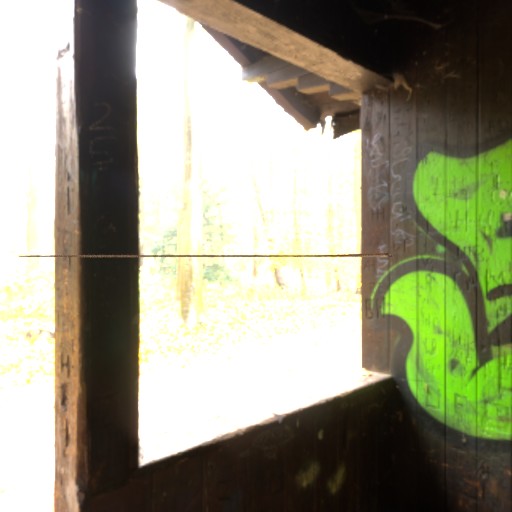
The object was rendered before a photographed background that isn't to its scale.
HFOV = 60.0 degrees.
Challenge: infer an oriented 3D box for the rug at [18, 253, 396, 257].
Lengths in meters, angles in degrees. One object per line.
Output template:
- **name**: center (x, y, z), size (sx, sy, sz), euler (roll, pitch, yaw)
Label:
- **rug**: center (0.000, 0.000, 4.095), size (2.431, 0.021, 3.057), euler (0, 0, 18)
